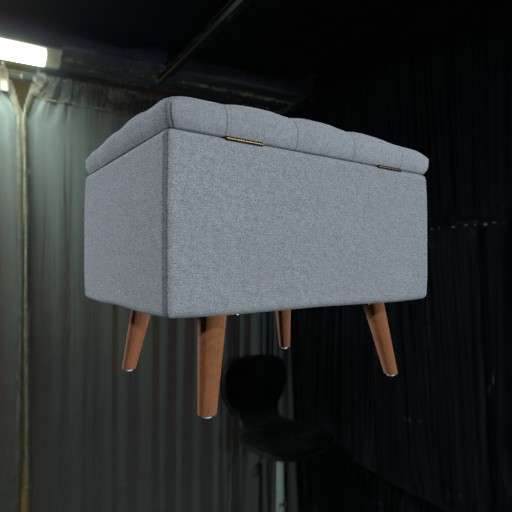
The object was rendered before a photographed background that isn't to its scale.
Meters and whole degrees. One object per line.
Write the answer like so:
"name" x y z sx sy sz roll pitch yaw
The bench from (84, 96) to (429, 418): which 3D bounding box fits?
"bench" 0.000 0.000 0.894 0.572 0.469 0.417 1 -1 -35
